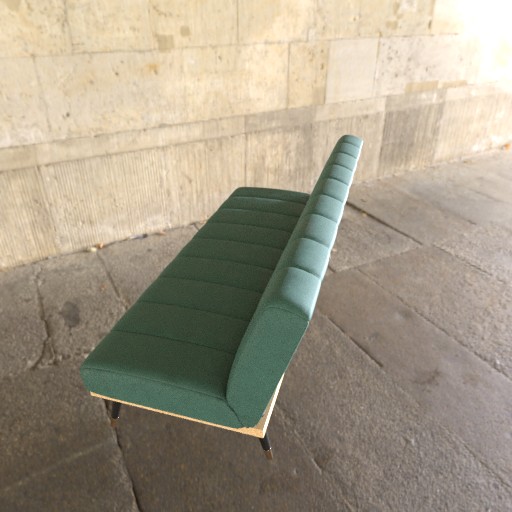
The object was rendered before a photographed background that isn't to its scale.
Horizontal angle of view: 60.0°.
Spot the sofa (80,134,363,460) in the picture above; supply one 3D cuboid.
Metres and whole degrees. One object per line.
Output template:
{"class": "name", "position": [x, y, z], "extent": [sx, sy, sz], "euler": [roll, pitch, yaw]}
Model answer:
{"class": "sofa", "position": [0.000, 0.000, 2.215], "extent": [0.830, 0.820, 1.810], "euler": [8, 31, 14]}
